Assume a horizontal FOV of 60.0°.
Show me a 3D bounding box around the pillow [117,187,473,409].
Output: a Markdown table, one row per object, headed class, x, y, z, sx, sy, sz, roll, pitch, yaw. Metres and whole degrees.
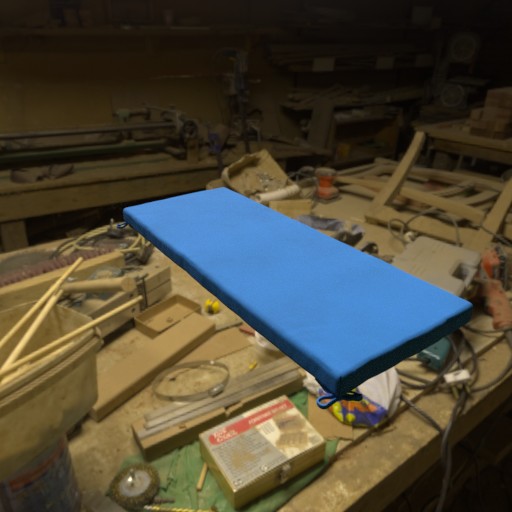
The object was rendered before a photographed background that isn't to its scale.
| class | x | y | z | sx | sy | sz | roll | pitch | yaw |
| --- | --- | --- | --- | --- | --- | --- | --- | --- | --- |
| pillow | 0.000 | 0.000 | 1.369 | 0.492 | 0.081 | 1.187 | -18 | 31 | -31 |
